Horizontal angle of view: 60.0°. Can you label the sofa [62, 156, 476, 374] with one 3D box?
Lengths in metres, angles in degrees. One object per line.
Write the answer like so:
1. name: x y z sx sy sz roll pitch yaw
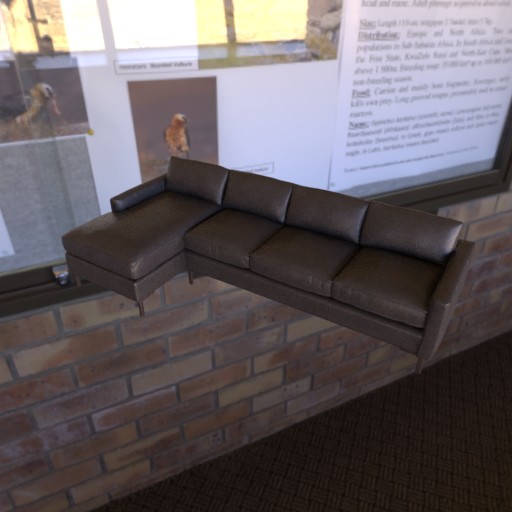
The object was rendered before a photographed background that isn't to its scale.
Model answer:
1. sofa: 0.000 0.000 3.583 2.993 0.859 1.471 18 36 27
